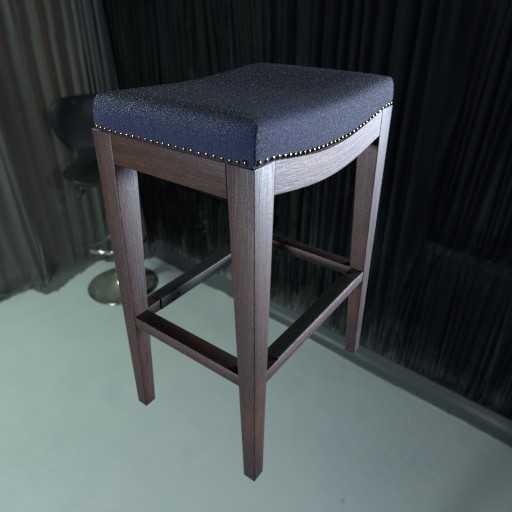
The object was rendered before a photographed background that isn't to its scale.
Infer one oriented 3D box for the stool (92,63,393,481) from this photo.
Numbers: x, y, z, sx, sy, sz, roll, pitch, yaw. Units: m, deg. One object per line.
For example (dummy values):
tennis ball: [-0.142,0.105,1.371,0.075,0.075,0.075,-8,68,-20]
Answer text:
stool: [0.000,0.000,0.995,0.358,0.740,0.498,21,37,30]
